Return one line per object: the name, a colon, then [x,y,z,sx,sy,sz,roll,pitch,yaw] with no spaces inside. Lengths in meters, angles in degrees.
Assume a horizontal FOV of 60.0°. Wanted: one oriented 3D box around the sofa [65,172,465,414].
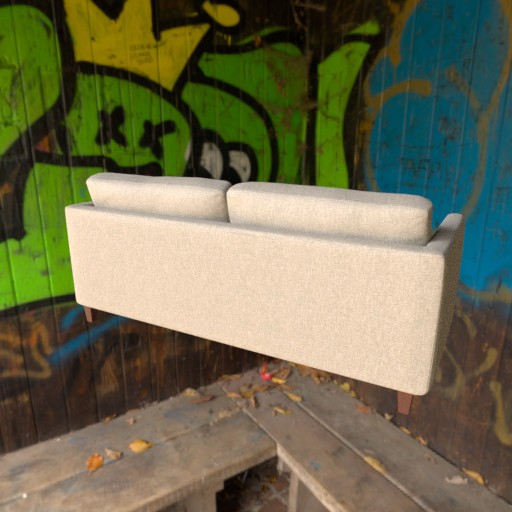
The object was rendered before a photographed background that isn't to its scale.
sofa: [0.000,0.000,2.676,2.208,0.963,0.956,9,19,28]
